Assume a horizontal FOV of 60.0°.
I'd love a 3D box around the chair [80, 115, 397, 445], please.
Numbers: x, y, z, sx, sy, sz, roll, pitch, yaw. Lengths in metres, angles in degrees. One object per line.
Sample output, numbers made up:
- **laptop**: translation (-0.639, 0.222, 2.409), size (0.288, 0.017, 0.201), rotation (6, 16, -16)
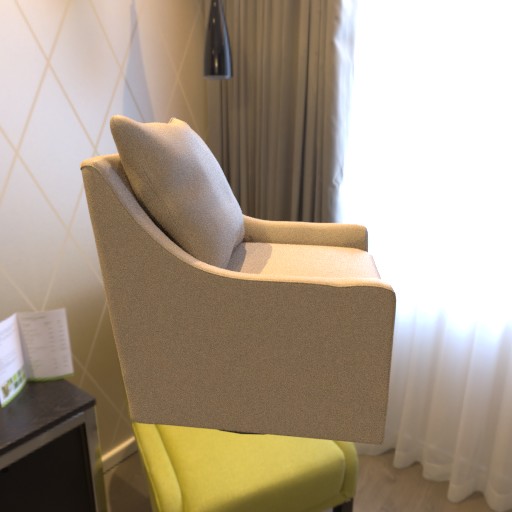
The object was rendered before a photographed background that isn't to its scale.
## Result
- **chair**: translation (0.000, 0.000, 1.566), size (0.876, 0.942, 0.760), rotation (2, 17, 8)
